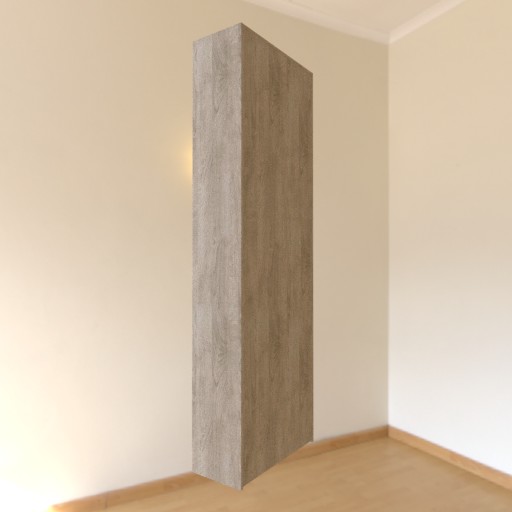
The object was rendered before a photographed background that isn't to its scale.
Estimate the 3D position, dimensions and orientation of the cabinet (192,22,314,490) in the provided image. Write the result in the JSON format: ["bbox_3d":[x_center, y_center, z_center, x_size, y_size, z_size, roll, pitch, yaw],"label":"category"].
[{"bbox_3d":[0.000,0.000,1.825,0.250,1.630,0.520,-1,-1,36],"label":"cabinet"}]
